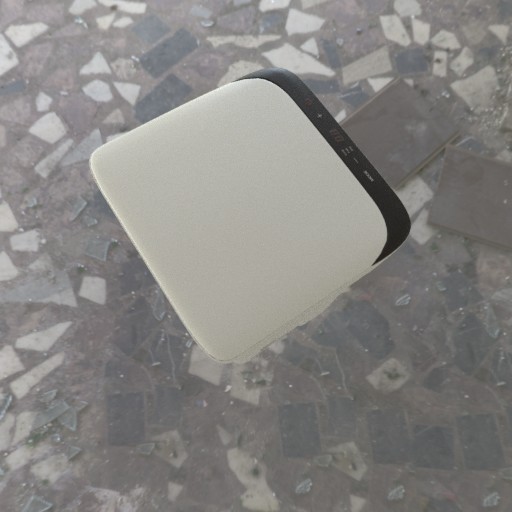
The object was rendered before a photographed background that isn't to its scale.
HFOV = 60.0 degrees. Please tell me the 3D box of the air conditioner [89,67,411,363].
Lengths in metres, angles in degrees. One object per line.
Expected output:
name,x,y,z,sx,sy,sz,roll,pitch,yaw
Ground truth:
air conditioner,0.000,0.000,0.937,0.369,0.716,0.352,-33,77,-9
